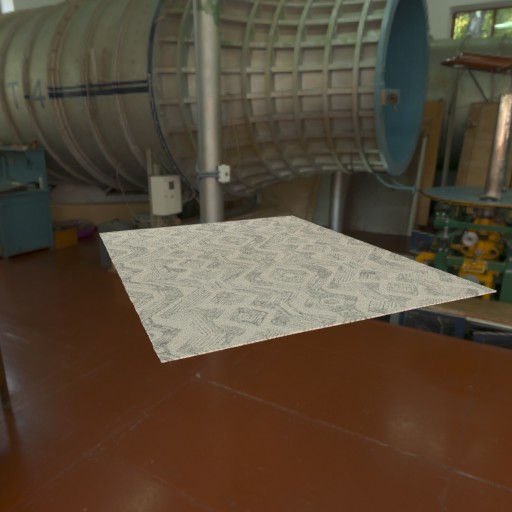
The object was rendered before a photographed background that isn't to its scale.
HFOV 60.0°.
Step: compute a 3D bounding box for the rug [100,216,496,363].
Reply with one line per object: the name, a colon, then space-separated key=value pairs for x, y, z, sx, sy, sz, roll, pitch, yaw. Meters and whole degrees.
rug: x=0.000 y=0.000 z=4.042 sx=2.430 sy=0.030 sz=3.054 roll=-7 pitch=18 yaw=-23
